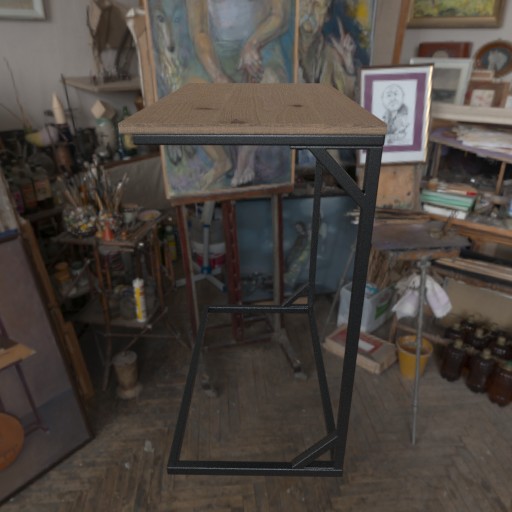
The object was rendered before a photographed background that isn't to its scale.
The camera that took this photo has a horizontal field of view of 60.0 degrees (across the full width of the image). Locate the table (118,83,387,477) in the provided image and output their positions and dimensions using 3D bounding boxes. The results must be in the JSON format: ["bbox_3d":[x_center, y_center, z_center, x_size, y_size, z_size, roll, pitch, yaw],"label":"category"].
[{"bbox_3d":[0.000,0.000,0.991,0.351,0.673,0.597,0,26,1],"label":"table"}]
